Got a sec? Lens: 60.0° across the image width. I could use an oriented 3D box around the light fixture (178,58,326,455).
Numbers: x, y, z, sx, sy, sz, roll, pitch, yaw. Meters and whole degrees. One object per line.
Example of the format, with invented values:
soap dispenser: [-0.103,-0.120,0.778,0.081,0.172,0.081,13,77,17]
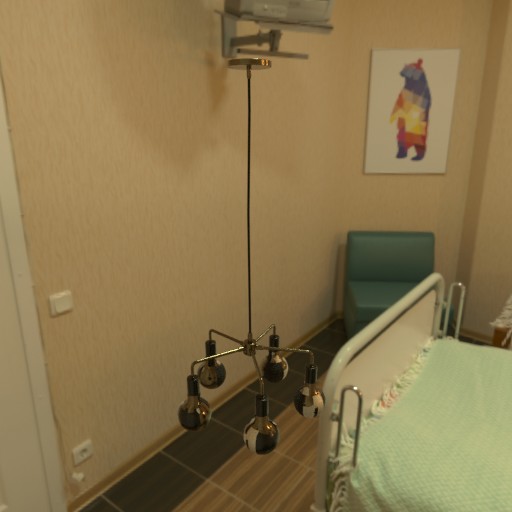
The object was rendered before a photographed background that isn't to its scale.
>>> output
light fixture: [0.000,0.000,1.220,0.421,0.988,0.438,2,17,7]
